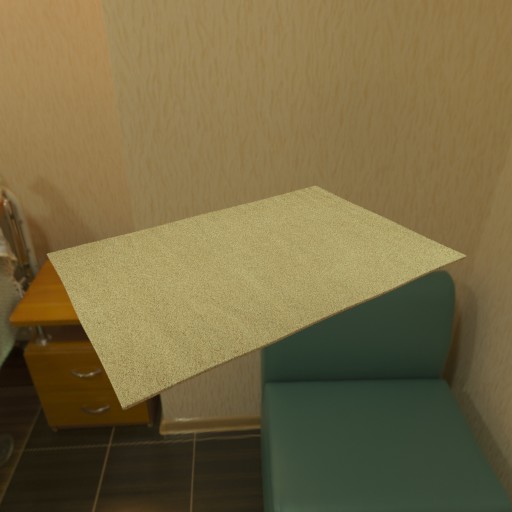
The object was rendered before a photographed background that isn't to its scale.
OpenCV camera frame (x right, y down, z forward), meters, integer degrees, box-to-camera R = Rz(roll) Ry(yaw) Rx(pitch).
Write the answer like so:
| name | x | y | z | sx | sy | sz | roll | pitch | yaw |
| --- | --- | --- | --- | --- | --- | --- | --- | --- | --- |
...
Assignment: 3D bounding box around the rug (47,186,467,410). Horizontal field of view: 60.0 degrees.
| name | x | y | z | sx | sy | sz | roll | pitch | yaw |
| --- | --- | --- | --- | --- | --- | --- | --- | --- | --- |
| rug | 0.000 | 0.000 | 3.427 | 2.699 | 0.025 | 1.800 | -18 | 34 | -28 |
